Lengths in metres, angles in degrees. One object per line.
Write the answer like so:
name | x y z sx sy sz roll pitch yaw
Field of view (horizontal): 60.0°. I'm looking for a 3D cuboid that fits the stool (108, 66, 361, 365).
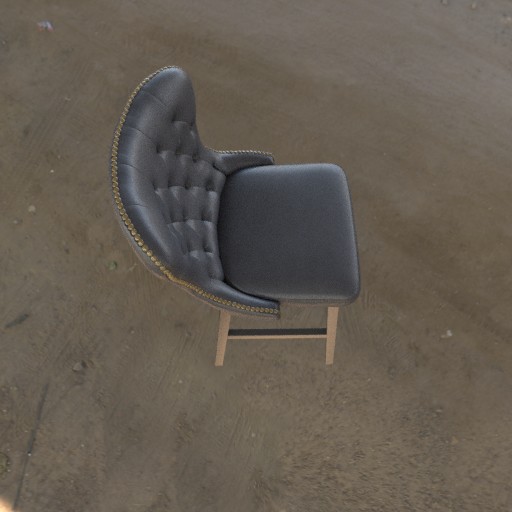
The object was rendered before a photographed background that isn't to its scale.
stool | 0.000 0.000 1.364 0.601 1.050 0.528 -1 64 0
